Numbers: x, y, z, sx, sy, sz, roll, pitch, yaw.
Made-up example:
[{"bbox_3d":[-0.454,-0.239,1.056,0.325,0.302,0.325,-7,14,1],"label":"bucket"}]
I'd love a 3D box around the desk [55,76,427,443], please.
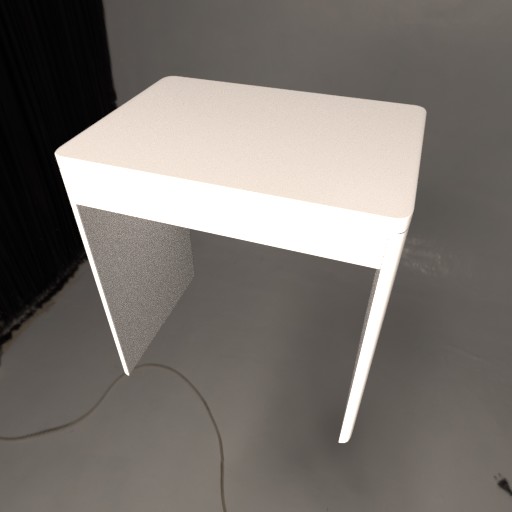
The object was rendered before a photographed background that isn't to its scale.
[{"bbox_3d":[0.000,0.000,1.318,0.762,0.800,0.549,13,42,14],"label":"desk"}]
